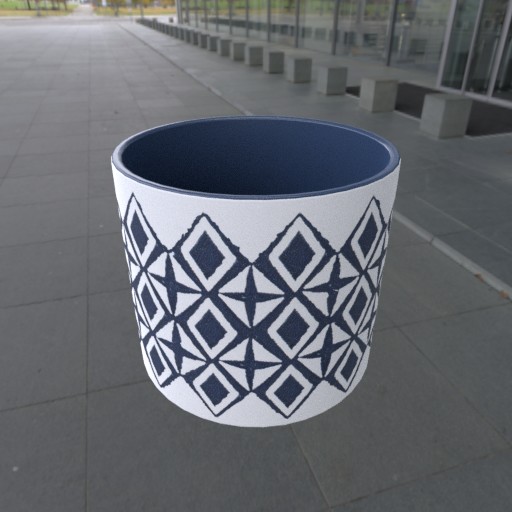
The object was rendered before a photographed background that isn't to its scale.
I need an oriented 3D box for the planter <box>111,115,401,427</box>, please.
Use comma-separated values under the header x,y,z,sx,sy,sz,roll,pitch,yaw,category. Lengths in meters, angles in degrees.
x,y,z,sx,sy,sz,roll,pitch,yaw,category
0.000,0.000,0.403,0.224,0.203,0.224,0,30,0,planter
